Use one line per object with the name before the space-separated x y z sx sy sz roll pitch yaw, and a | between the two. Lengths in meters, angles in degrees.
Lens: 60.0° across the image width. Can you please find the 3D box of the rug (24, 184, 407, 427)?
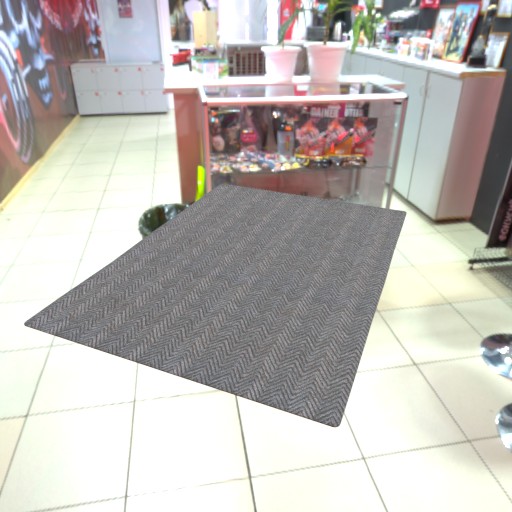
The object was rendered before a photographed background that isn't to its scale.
rug | 0.000 0.000 5.075 2.894 0.011 3.957 12 31 20
